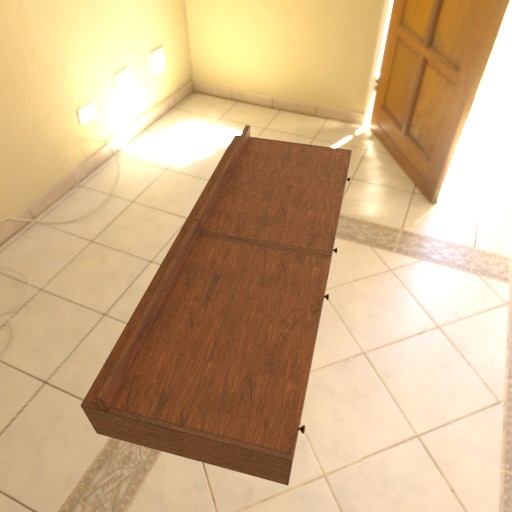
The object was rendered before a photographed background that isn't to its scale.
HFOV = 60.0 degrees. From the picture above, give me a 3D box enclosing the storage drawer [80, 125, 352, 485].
[{"bbox_3d":[0.000,0.000,2.200,0.774,0.339,1.914,10,46,10],"label":"storage drawer"}]
